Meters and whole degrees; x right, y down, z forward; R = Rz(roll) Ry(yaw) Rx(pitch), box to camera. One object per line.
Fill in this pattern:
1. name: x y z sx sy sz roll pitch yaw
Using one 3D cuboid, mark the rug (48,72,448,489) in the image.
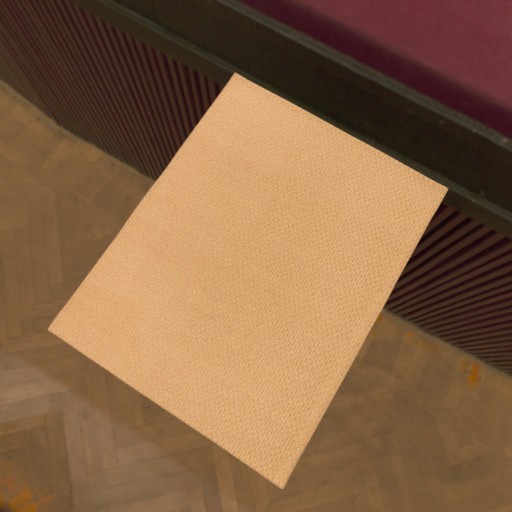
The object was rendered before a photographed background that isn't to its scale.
1. rug: 0.000 0.000 3.817 2.277 0.035 2.897 31 78 8
